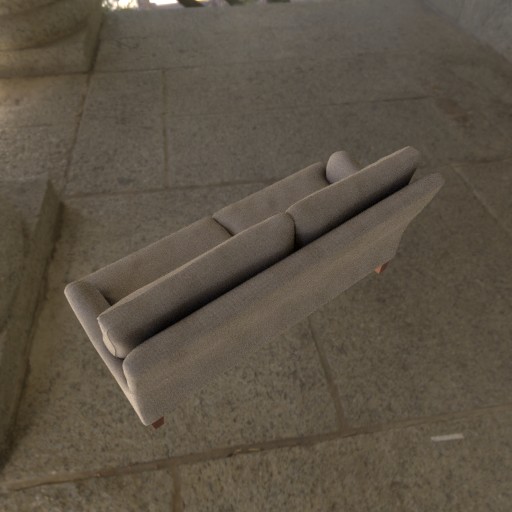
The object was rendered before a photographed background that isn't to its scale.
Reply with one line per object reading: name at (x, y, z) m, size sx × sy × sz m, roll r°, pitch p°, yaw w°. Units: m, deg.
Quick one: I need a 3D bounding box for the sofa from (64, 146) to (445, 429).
sofa at (0.000, 0.000, 2.830) m, size 2.193 × 1.096 × 1.069 m, roll -30°, pitch 53°, yaw -25°
